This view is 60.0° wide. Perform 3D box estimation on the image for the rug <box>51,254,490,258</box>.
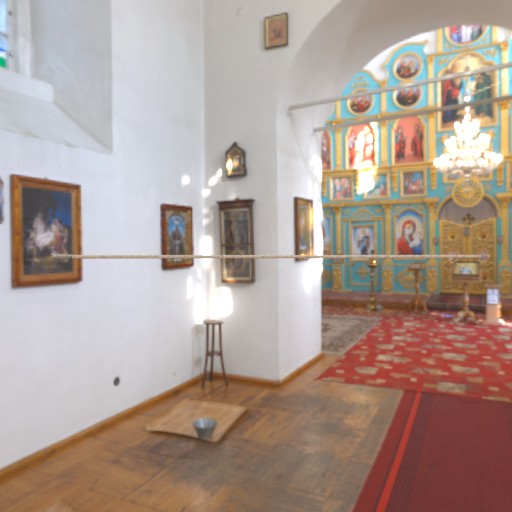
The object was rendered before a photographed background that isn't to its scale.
[{"bbox_3d":[0.000,0.000,2.241,1.771,0.015,1.223,0,0,-19],"label":"rug"}]
